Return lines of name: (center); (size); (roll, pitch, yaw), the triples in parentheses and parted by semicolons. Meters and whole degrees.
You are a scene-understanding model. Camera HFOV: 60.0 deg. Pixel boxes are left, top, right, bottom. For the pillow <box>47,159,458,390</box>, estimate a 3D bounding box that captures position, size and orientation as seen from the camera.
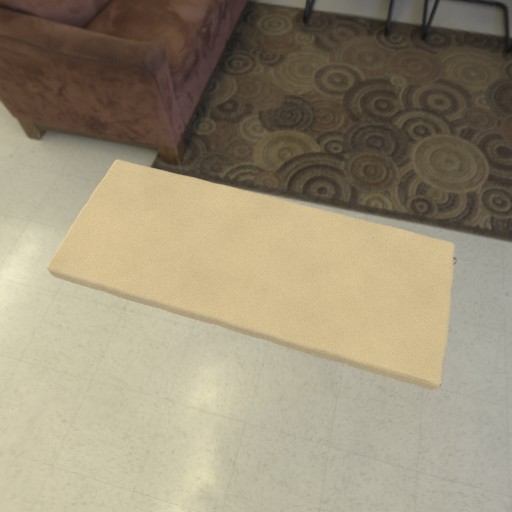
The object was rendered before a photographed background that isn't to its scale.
pillow: (0.000, 0.000, 1.349); (1.187, 0.081, 0.492); (15, 60, 9)
